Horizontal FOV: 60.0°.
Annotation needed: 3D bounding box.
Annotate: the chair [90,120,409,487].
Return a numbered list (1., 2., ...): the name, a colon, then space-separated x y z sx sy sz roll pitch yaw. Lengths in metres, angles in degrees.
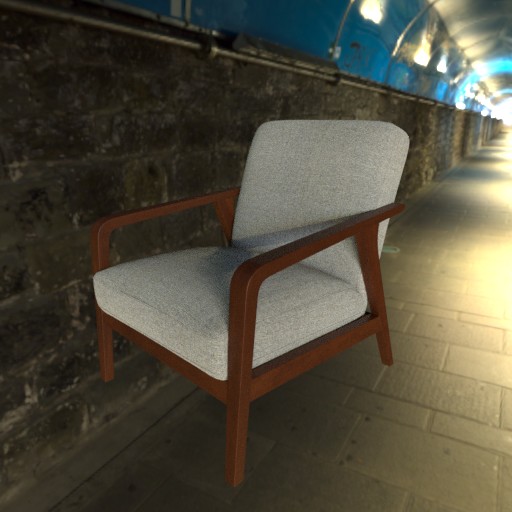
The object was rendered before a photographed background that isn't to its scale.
1. chair: 0.000 0.000 1.446 0.704 0.847 0.858 16 24 42
